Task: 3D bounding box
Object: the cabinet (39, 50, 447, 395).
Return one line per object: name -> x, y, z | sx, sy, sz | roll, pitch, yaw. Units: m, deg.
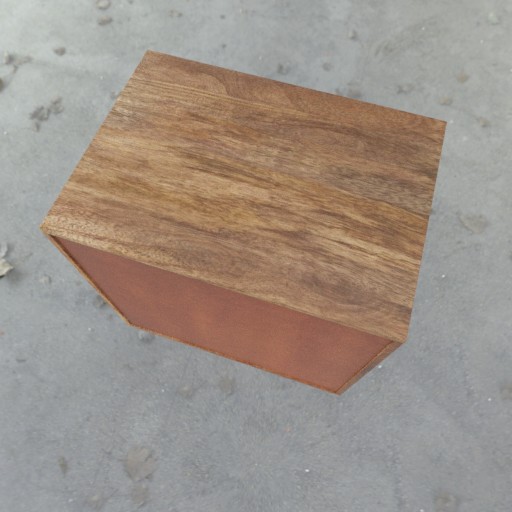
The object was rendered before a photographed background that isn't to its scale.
cabinet -> 0.000, 0.000, 1.171 | 0.647, 0.758, 0.473 | 17, 66, 8
